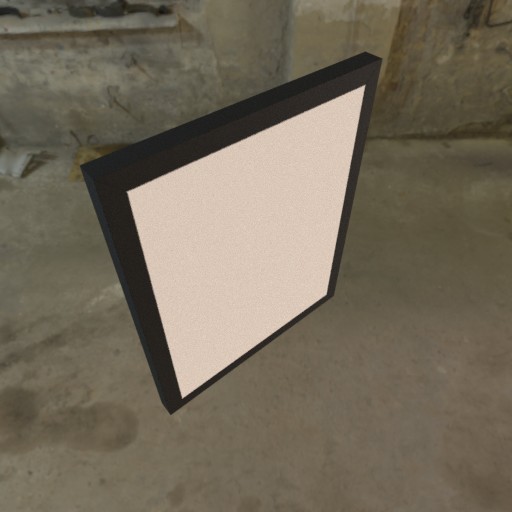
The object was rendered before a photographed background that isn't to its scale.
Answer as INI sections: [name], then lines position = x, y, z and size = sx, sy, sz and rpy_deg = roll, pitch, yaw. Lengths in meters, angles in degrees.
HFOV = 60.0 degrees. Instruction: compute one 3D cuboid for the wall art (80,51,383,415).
[wall art]
position = 0.000, 0.000, 0.549
size = 0.329, 0.404, 0.024
rpy_deg = -31, 54, -26
